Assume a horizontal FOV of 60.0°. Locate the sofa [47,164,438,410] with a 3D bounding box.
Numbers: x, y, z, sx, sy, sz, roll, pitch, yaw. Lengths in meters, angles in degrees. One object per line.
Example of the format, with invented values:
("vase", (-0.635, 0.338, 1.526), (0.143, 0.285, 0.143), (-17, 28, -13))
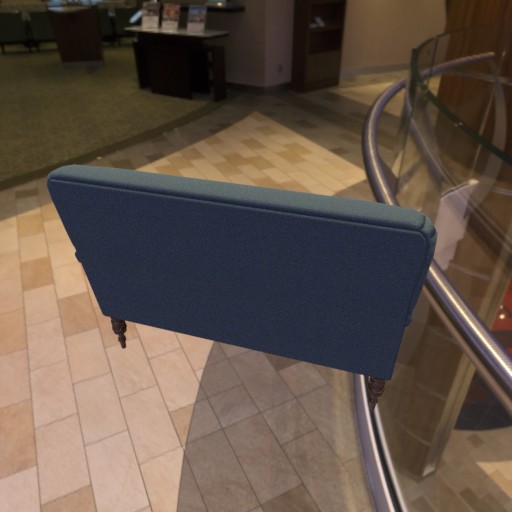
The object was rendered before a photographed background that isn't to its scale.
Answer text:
("sofa", (0.000, 0.000, 1.782), (1.297, 0.889, 0.779), (10, 34, 15))
